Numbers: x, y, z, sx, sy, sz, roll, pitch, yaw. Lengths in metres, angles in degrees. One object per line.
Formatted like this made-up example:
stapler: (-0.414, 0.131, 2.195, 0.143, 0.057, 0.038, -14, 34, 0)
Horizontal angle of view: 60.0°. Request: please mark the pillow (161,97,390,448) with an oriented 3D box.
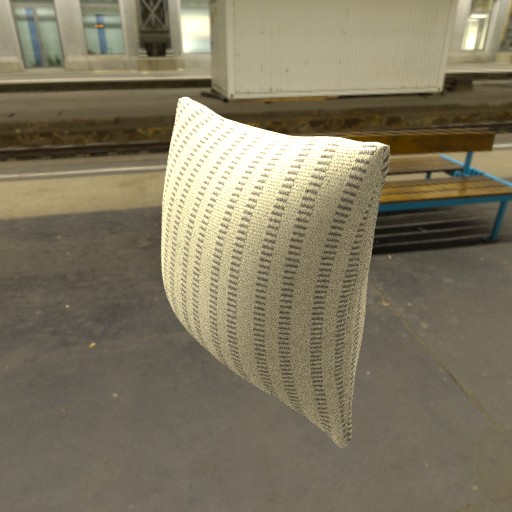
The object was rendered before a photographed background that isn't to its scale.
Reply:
pillow: (0.000, 0.000, 0.677, 0.247, 0.419, 0.438, -18, 32, -31)
